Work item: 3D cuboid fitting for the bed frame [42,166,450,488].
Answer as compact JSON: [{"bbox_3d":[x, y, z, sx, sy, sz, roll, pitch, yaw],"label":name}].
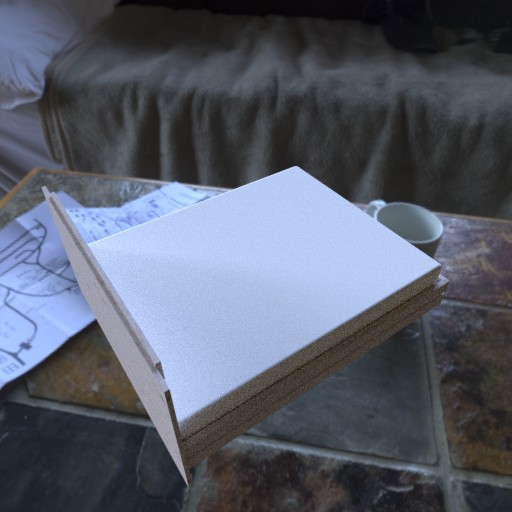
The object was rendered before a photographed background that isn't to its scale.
[{"bbox_3d":[0.000,0.000,3.013,2.080,0.970,1.750,-25,48,-25],"label":"bed frame"}]
